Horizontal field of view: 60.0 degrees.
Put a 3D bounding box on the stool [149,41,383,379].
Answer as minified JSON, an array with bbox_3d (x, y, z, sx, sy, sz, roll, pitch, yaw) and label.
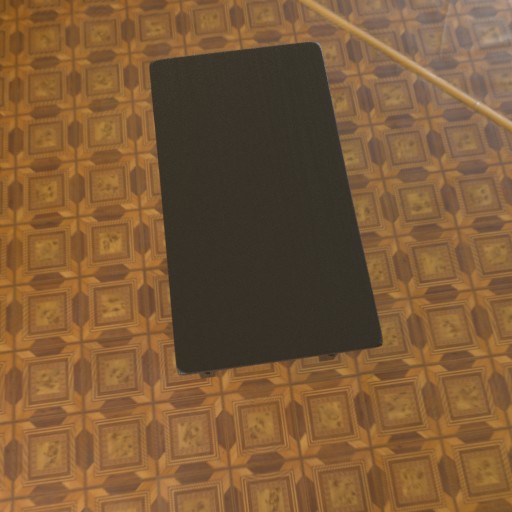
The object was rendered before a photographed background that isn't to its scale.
[{"bbox_3d":[0.000,0.000,0.829,0.322,0.610,0.406,-8,75,-2],"label":"stool"}]
